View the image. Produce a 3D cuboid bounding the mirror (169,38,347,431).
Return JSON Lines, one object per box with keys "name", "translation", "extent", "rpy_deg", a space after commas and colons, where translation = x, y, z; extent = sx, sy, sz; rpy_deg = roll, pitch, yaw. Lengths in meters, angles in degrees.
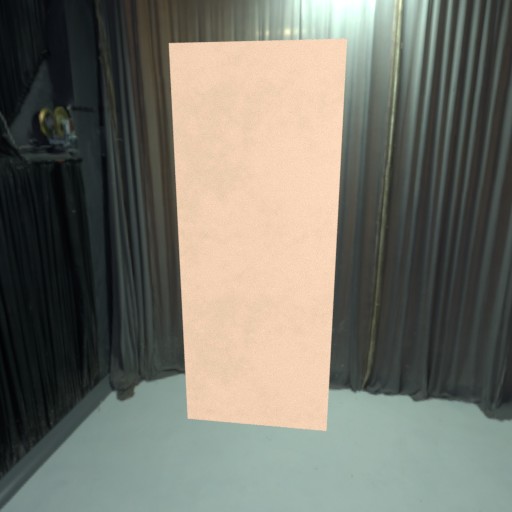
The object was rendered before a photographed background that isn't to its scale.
{"name": "mirror", "translation": [0.000, 0.000, 2.299], "extent": [0.812, 2.031, 0.026], "rpy_deg": [2, 16, 8]}
